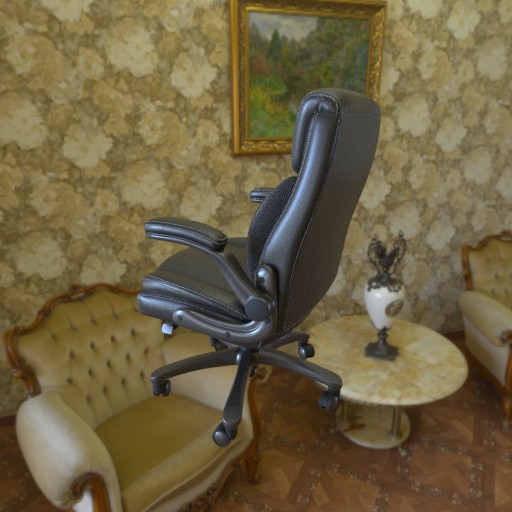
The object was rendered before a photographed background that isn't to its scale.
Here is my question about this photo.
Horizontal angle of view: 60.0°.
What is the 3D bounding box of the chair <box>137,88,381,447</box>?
[{"bbox_3d":[0.000,0.000,1.600,0.724,1.110,0.782,8,18,25],"label":"chair"}]
